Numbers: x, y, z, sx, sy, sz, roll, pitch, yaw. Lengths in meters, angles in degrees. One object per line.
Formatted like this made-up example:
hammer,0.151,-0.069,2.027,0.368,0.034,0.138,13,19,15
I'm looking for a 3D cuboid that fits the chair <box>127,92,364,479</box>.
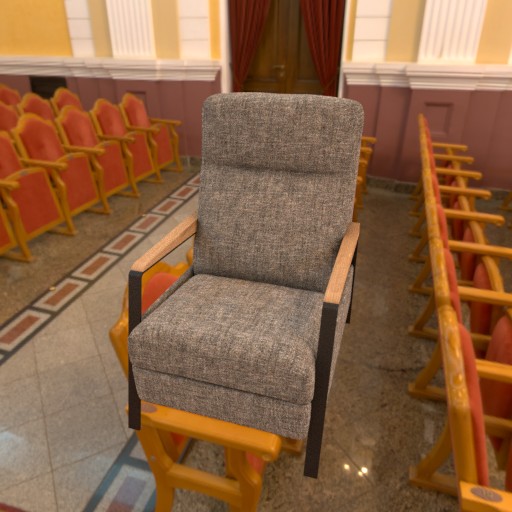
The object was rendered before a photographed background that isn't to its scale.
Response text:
chair,0.000,0.000,1.604,0.671,1.042,0.868,8,28,15
